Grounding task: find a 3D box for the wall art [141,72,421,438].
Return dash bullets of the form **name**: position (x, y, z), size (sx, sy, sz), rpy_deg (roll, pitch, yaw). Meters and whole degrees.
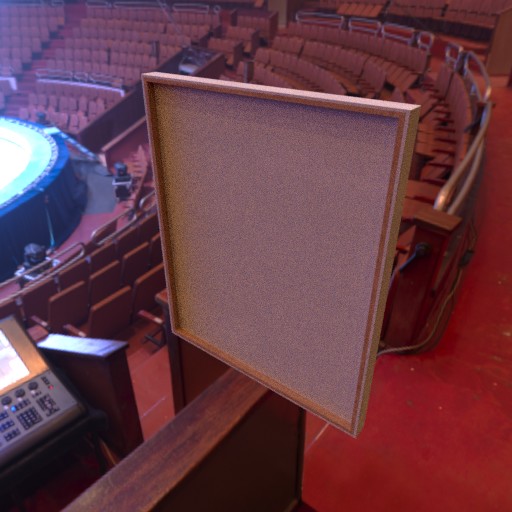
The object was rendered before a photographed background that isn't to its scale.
- **wall art**: position (0.000, 0.000, 0.839), size (0.508, 0.606, 0.037), rpy_deg (21, 36, 32)
